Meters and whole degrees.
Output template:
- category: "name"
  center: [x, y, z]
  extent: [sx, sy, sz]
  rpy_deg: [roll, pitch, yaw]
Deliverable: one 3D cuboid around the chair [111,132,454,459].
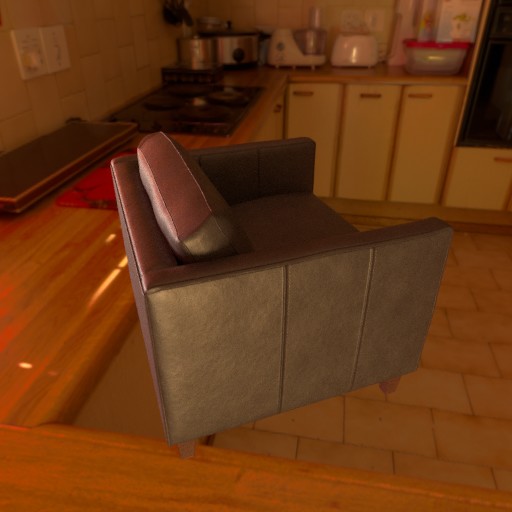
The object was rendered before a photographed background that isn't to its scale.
- category: "chair"
  center: [0.000, 0.000, 1.594]
  extent: [0.862, 0.811, 0.939]
  rpy_deg: [-11, 33, -17]
